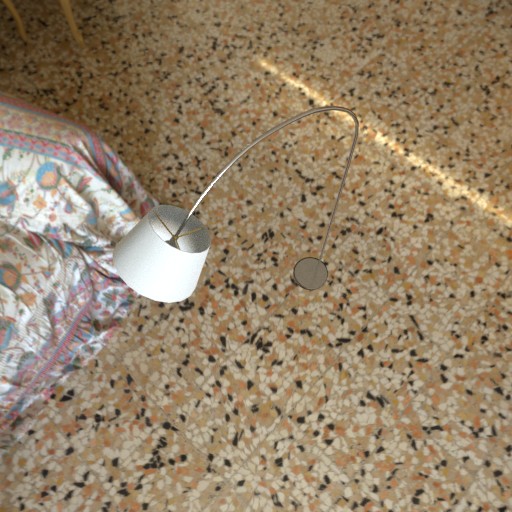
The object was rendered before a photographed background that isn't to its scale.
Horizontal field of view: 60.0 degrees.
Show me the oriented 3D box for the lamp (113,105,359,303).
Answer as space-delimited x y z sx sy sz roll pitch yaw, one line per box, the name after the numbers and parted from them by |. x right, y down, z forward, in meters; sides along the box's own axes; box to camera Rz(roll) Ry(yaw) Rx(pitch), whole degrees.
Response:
0.000 0.000 2.686 1.445 2.098 0.406 -34 68 -15 | lamp
